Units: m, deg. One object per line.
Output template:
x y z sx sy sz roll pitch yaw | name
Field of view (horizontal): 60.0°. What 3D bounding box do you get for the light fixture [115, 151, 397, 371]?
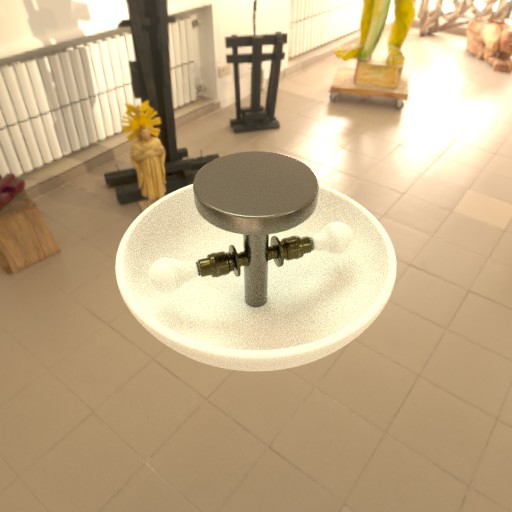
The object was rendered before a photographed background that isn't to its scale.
0.000 0.000 0.545 0.330 0.214 0.330 0 41 0 | light fixture
